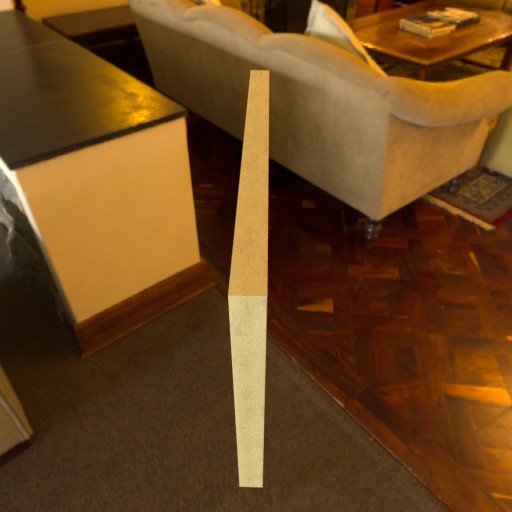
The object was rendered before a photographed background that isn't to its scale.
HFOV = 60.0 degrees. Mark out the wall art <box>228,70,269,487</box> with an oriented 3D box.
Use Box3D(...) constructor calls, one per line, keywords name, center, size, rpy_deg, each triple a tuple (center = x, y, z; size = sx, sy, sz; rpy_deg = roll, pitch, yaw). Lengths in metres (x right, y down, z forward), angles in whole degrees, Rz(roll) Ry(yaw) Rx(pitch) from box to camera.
Box3D(name="wall art", center=(0.000, 0.000, 0.685), size=(0.032, 0.380, 0.532), rpy_deg=(1, 41, 1))
